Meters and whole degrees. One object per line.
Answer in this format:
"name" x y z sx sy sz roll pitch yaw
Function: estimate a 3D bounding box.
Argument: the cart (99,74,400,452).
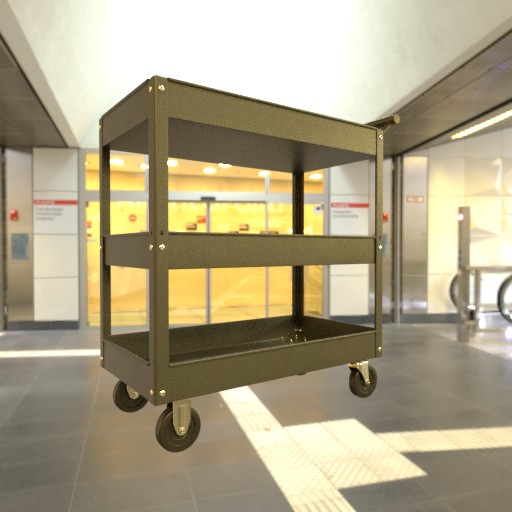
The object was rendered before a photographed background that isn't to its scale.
"cart" 0.000 0.000 1.174 0.719 0.780 0.366 -1 1 -36
